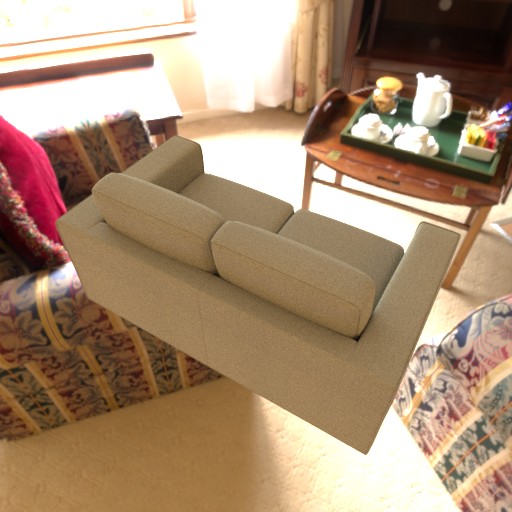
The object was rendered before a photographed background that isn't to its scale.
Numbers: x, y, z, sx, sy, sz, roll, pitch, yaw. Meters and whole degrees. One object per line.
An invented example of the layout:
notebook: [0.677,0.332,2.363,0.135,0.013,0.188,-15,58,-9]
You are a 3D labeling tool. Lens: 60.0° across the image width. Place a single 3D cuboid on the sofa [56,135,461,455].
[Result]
sofa: [0.000,0.000,2.388,1.812,0.924,1.007,24,50,21]
